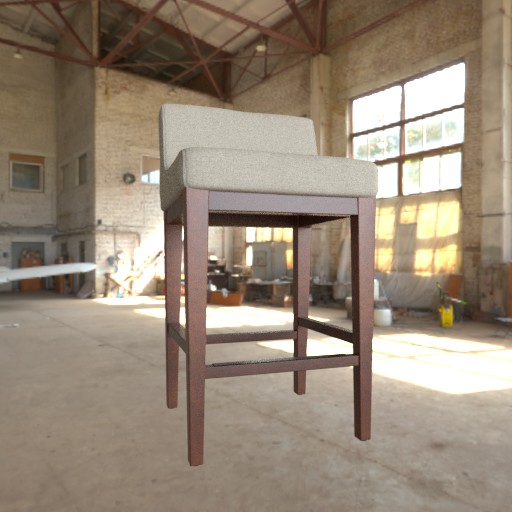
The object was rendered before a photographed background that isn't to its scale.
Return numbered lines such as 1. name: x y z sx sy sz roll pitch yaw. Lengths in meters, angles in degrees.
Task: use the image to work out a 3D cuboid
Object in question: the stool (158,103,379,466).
1. stool: 0.000 0.000 1.261 0.511 0.937 0.500 0 0 -18
